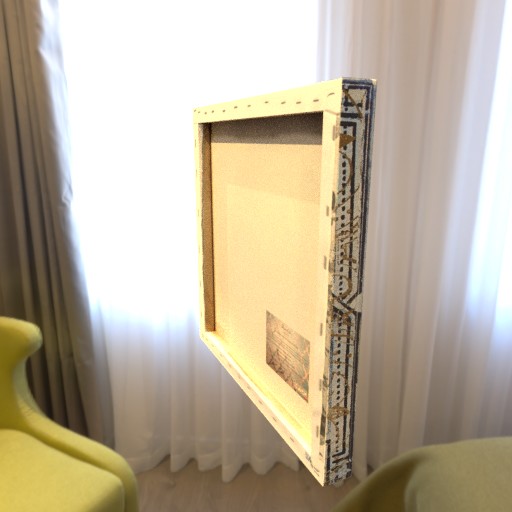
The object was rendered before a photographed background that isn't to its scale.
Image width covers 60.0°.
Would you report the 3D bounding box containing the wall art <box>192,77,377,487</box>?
[{"bbox_3d":[0.000,0.000,0.608,0.038,0.410,0.411,-7,16,-25],"label":"wall art"}]
